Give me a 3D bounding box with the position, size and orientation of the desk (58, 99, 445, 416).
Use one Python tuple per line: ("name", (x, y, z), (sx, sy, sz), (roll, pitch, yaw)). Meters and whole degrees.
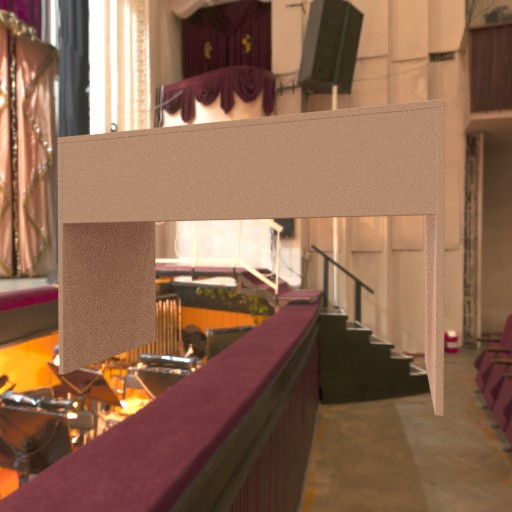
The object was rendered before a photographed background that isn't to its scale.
("desk", (0.000, 0.000, 1.458), (1.100, 0.730, 0.560), (0, 1, 18))
